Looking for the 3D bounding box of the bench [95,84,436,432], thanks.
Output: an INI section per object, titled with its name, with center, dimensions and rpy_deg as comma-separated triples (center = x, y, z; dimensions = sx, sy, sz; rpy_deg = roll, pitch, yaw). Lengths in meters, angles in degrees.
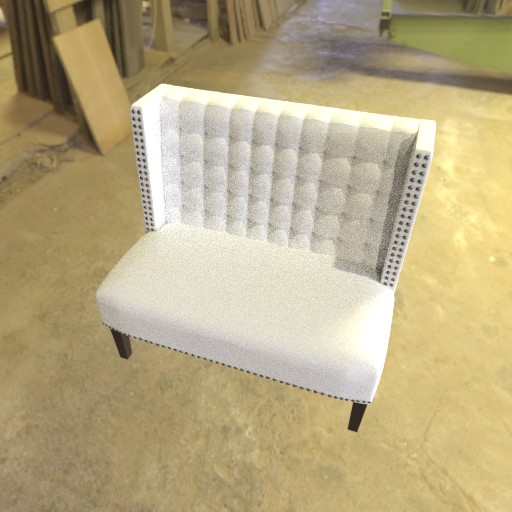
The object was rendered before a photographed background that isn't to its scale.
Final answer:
[bench]
center = 0.000, 0.000, 2.015
dimensions = 1.280, 1.123, 0.847
rpy_deg = 13, 43, 14
